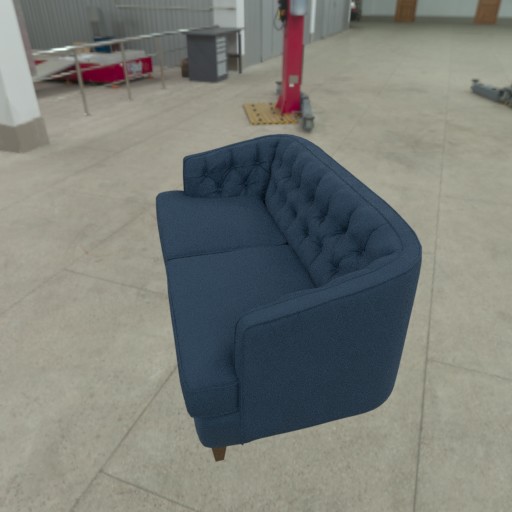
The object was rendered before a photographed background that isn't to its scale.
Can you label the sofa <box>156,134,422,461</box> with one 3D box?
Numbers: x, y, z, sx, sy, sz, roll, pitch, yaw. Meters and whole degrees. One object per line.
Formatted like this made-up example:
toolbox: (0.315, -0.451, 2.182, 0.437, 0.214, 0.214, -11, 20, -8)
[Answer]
sofa: (0.000, 0.000, 2.286, 0.941, 0.854, 1.733, -7, 32, -12)
